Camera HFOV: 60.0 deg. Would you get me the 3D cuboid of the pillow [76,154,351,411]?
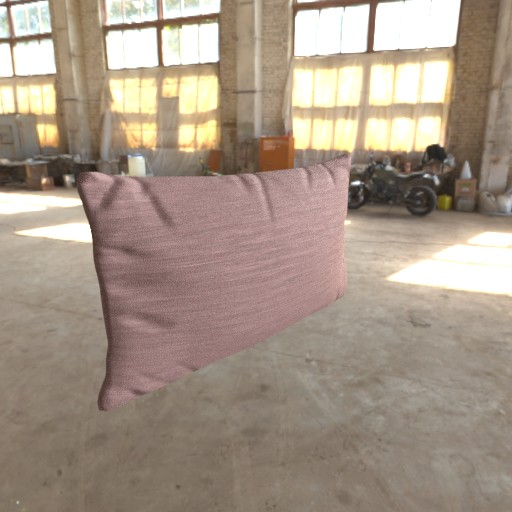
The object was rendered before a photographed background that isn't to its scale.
[{"bbox_3d":[0.000,0.000,0.802,0.210,0.338,0.633,14,21,41],"label":"pillow"}]
